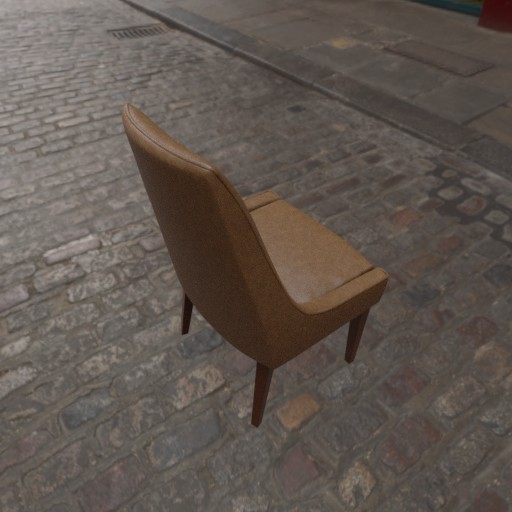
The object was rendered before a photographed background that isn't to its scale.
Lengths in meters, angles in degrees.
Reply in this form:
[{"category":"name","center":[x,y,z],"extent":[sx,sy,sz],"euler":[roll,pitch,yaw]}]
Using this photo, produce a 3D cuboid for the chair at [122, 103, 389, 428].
[{"category":"chair","center":[0.000,0.000,1.222],"extent":[0.544,0.861,0.529],"euler":[-26,47,-27]}]
